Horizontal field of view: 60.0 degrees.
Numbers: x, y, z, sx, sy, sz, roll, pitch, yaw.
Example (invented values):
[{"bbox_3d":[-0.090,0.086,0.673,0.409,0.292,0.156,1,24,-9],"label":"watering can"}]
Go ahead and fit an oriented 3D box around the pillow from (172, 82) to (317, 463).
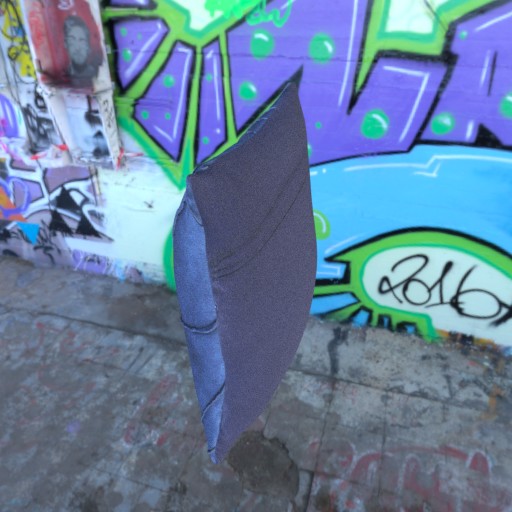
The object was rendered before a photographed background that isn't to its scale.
[{"bbox_3d":[0.000,0.000,0.687,0.183,0.440,0.439,9,33,14],"label":"pillow"}]
